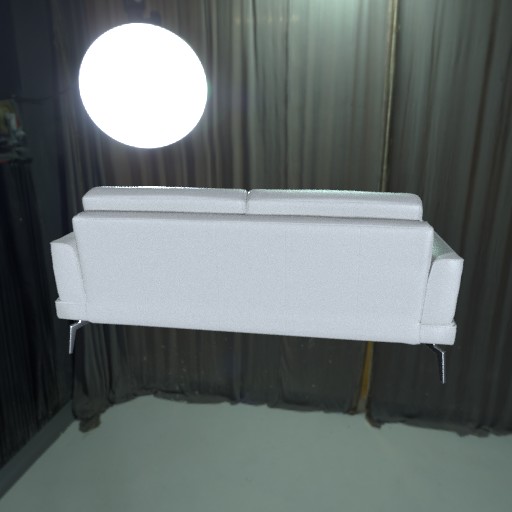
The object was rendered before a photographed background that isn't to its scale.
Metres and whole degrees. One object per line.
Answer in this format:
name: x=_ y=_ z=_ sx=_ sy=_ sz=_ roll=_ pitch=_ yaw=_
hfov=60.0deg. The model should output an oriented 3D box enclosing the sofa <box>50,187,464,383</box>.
sofa: x=0.000 y=0.000 z=2.762 sx=2.177 sy=0.930 sz=1.121 roll=2 pitch=17 yaw=8
